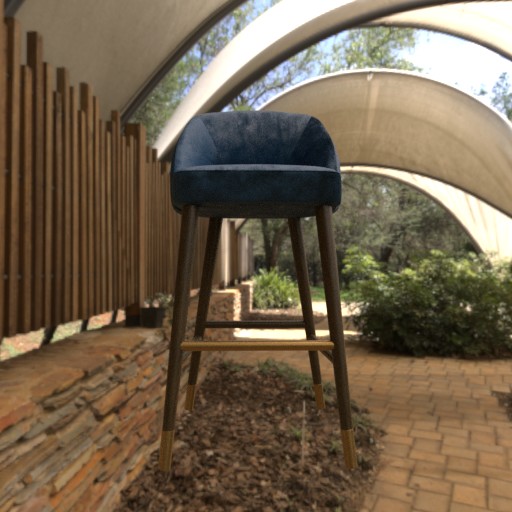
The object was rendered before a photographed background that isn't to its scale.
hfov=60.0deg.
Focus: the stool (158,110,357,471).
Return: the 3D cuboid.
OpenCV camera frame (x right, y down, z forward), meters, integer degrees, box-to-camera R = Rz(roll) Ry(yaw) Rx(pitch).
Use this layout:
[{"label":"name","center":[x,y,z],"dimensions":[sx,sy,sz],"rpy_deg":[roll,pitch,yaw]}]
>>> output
[{"label":"stool","center":[0.000,0.000,1.301],"dimensions":[0.514,1.016,0.515],"rpy_deg":[0,-1,-1]}]
